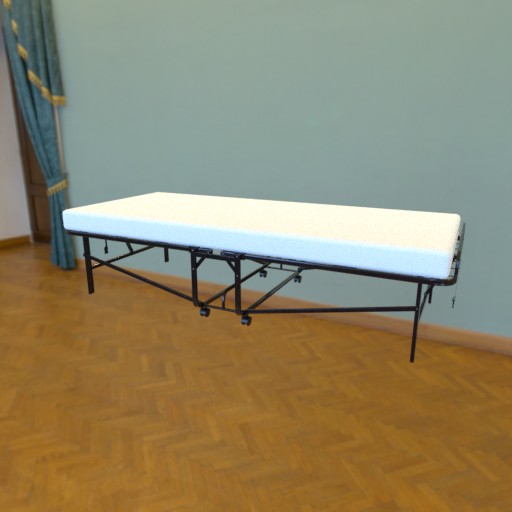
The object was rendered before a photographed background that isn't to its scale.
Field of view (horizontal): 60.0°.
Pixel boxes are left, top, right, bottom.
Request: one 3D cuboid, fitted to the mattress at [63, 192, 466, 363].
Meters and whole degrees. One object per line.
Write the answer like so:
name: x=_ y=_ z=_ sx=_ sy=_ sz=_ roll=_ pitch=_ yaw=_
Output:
mattress: x=0.000 y=0.000 z=2.574 sx=2.153 sy=0.519 sz=0.922 roll=8 pitch=18 yaw=25
